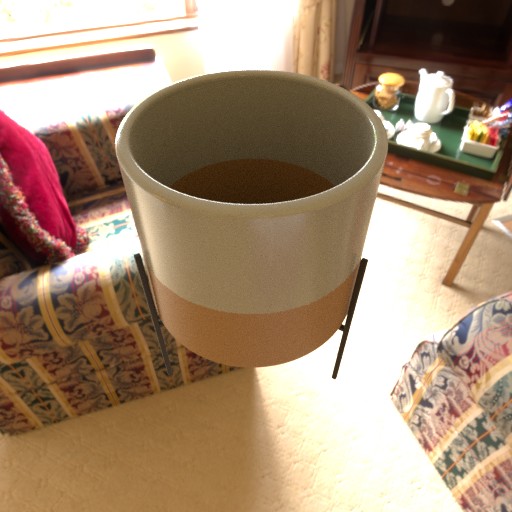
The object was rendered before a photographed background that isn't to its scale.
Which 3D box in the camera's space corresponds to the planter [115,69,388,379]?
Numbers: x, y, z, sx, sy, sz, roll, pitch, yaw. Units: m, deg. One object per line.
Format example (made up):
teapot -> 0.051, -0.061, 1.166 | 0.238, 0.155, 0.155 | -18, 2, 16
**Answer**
planter -> 0.000, 0.000, 0.738 | 0.360, 0.480, 0.348 | 24, 51, 21
